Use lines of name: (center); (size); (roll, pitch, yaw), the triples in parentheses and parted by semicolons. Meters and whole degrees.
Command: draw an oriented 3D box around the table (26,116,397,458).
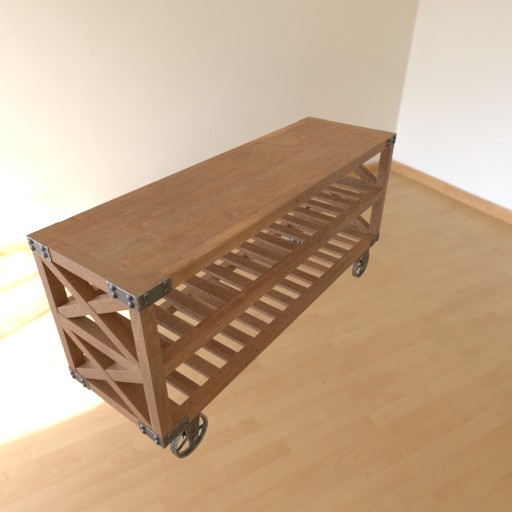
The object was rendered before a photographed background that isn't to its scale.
table: (0.000, 0.000, 1.773); (0.467, 0.711, 1.487); (22, 39, 30)
